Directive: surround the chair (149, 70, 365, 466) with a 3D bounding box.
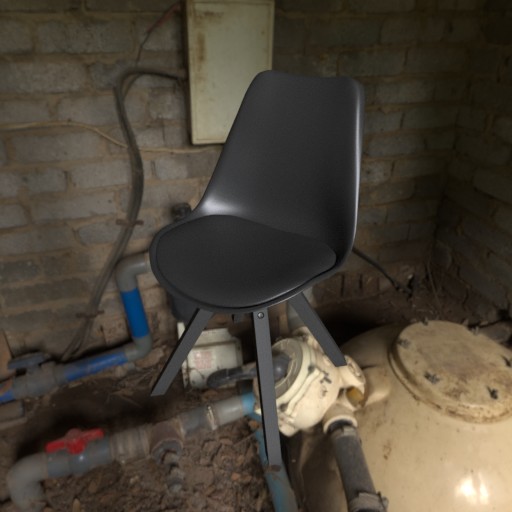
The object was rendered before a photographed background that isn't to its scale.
[{"bbox_3d":[0.000,0.000,1.176,0.485,0.850,0.530,18,35,28],"label":"chair"}]
